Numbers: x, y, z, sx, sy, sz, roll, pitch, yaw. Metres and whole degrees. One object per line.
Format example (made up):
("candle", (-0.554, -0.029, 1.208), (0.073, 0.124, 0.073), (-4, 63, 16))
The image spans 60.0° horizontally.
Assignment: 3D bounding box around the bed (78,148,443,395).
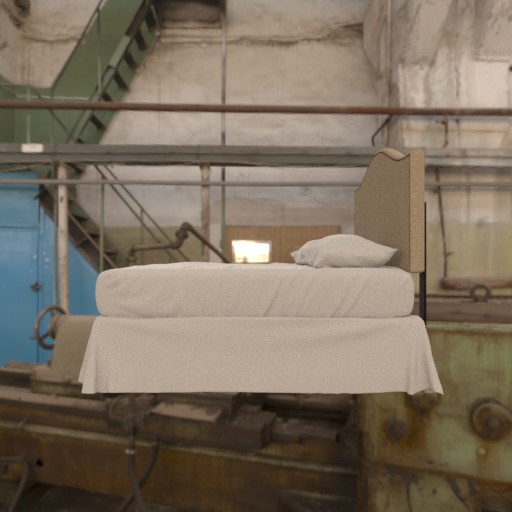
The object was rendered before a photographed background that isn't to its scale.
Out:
("bed", (0.000, 0.000, 3.474), (2.221, 1.645, 1.876), (0, 0, 0))
